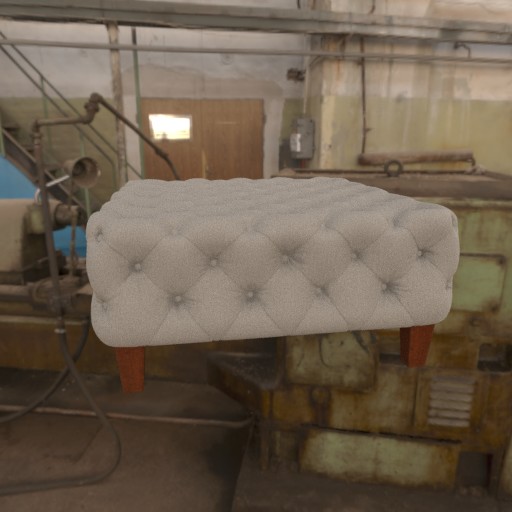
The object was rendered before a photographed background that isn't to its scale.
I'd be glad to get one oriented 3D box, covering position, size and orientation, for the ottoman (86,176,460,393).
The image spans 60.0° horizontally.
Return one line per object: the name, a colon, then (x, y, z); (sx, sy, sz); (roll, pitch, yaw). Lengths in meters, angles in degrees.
ottoman: (0.000, 0.000, 1.450); (0.917, 0.439, 0.911); (-3, 16, -9)
